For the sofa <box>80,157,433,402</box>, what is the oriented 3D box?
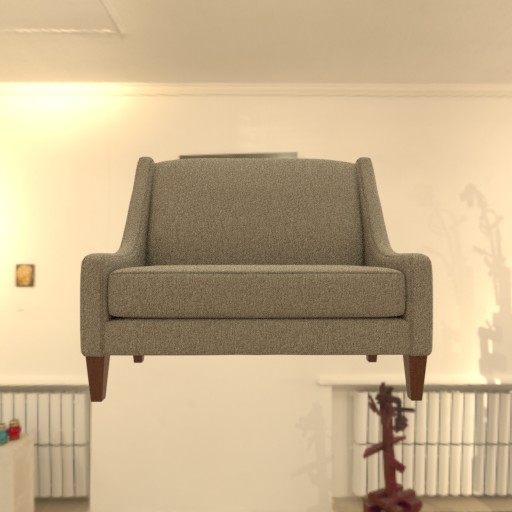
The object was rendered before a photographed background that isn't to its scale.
[{"bbox_3d":[0.000,0.000,1.944,1.242,1.026,0.862,0,0,-1],"label":"sofa"}]
